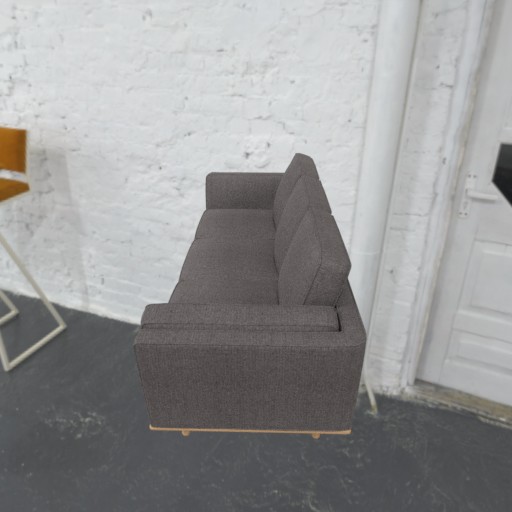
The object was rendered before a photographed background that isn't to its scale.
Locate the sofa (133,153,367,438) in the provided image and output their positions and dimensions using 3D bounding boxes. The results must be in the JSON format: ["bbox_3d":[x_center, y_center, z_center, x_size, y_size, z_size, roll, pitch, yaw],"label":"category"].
[{"bbox_3d":[0.000,0.000,2.765,0.903,0.899,2.362,1,26,1],"label":"sofa"}]
